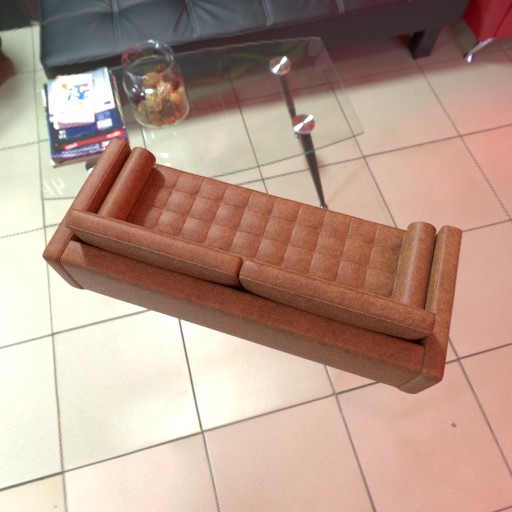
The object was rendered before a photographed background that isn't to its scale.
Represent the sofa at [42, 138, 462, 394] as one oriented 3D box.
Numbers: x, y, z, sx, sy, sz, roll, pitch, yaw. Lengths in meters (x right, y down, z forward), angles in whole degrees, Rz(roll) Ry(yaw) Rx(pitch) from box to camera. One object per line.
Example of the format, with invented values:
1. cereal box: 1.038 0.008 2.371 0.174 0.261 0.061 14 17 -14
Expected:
1. sofa: 0.000 0.000 2.631 2.200 0.770 0.919 16 65 8
